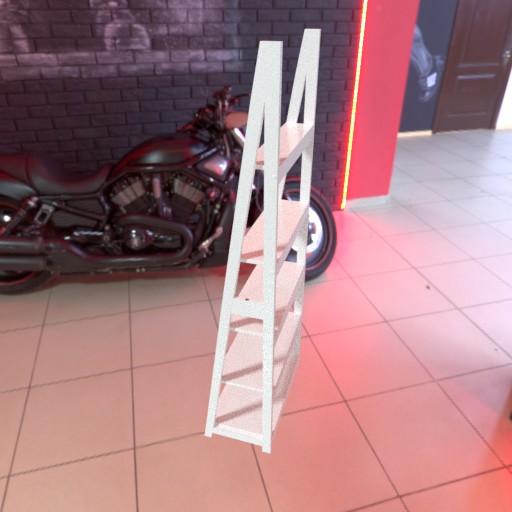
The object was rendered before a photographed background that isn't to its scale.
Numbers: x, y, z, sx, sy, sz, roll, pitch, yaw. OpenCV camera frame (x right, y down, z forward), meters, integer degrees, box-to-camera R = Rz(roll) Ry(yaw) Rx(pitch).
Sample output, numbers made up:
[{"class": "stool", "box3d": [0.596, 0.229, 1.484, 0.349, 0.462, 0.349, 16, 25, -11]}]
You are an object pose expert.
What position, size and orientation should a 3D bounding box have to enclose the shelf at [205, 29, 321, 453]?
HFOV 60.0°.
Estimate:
[{"class": "shelf", "box3d": [0.000, 0.000, 1.979, 0.341, 1.779, 0.636, 9, 31, 15]}]
